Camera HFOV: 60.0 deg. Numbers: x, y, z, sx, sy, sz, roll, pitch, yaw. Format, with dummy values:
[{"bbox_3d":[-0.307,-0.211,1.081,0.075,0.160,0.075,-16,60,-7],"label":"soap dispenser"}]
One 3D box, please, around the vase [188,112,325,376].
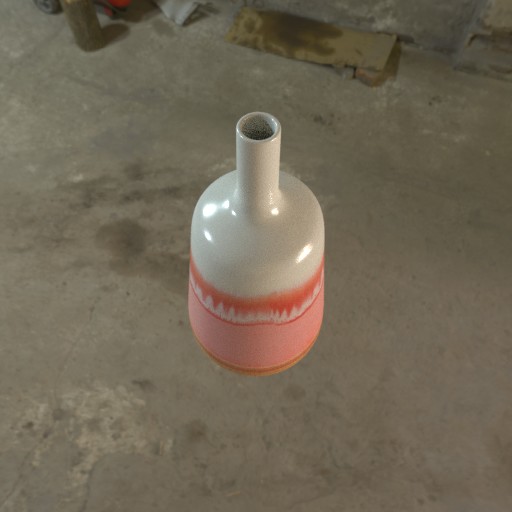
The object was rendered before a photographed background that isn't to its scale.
[{"bbox_3d":[0.000,0.000,0.385,0.144,0.296,0.144,0,60,0],"label":"vase"}]
